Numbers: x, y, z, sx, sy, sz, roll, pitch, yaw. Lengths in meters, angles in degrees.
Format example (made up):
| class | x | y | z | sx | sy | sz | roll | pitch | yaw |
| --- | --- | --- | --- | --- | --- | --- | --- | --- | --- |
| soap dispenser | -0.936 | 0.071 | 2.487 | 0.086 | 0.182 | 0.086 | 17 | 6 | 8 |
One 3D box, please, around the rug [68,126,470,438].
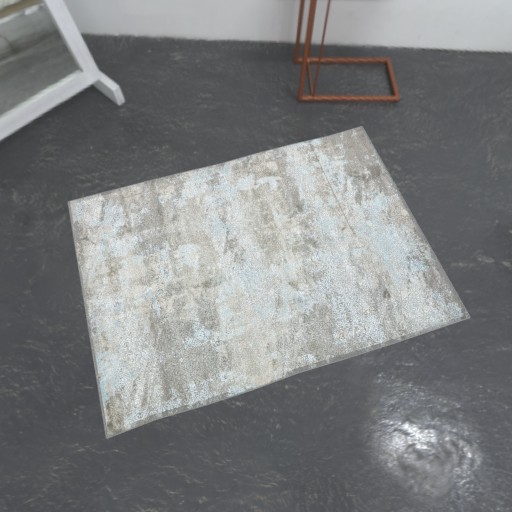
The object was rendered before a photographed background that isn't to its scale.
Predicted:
| class | x | y | z | sx | sy | sz | roll | pitch | yaw |
| --- | --- | --- | --- | --- | --- | --- | --- | --- | --- |
| rug | 0.000 | 0.000 | 4.291 | 3.307 | 0.013 | 2.393 | -16 | 65 | -8 |
